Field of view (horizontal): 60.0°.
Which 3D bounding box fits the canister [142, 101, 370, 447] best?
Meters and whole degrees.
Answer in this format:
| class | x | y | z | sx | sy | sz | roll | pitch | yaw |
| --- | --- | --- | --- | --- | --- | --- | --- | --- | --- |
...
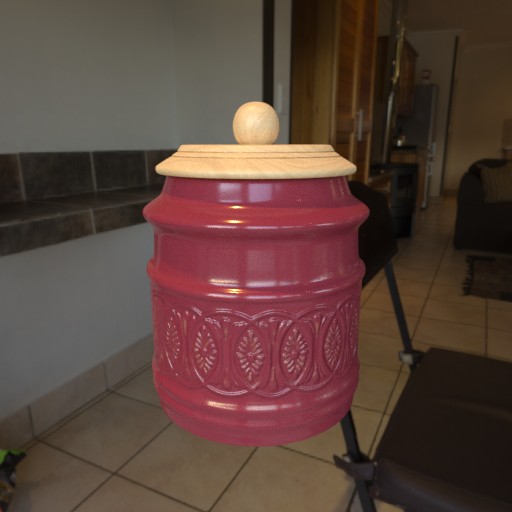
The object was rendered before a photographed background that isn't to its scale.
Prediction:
| class | x | y | z | sx | sy | sz | roll | pitch | yaw |
| --- | --- | --- | --- | --- | --- | --- | --- | --- | --- |
| canister | 0.000 | 0.000 | 0.268 | 0.130 | 0.176 | 0.130 | 0 | 14 | 0 |
